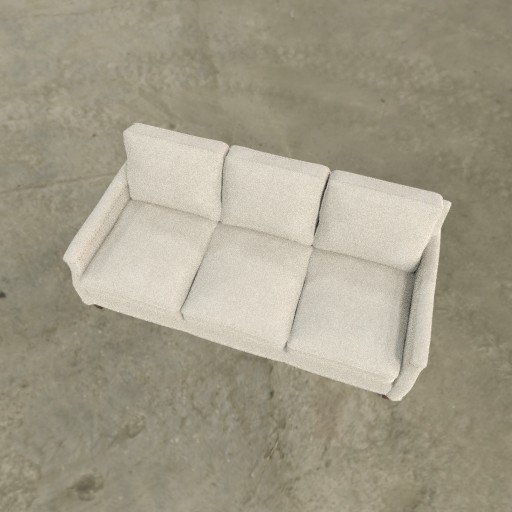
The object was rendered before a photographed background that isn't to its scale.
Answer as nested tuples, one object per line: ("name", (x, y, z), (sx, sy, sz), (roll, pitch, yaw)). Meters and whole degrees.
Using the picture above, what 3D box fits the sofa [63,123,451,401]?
("sofa", (0.000, 0.000, 2.904), (2.246, 1.003, 1.084), (15, 60, 9))
